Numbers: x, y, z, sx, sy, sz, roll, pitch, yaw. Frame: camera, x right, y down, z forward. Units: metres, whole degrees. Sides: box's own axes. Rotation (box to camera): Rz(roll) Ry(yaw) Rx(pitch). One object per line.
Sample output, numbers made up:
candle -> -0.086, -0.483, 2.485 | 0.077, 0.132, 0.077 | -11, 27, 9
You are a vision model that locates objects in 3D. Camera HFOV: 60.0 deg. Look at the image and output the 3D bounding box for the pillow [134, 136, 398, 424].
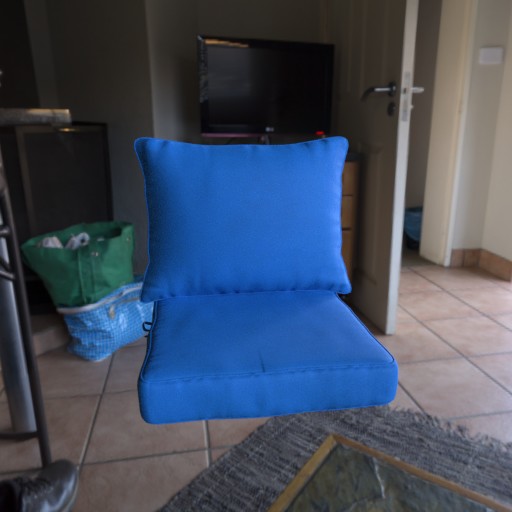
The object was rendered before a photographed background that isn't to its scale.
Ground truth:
pillow -> 0.000, 0.000, 1.403 | 0.798, 0.725, 0.733 | -2, 16, -8
